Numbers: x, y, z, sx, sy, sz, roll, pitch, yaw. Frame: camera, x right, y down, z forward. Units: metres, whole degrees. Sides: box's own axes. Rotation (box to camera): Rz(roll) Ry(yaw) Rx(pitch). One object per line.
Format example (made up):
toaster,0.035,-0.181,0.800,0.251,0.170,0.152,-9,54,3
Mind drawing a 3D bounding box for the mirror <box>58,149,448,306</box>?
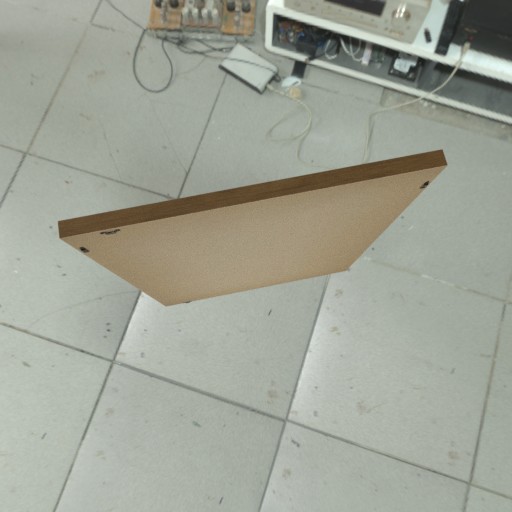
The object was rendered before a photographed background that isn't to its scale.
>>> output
mirror,0.000,0.000,1.350,0.762,1.016,0.040,-11,77,-3
